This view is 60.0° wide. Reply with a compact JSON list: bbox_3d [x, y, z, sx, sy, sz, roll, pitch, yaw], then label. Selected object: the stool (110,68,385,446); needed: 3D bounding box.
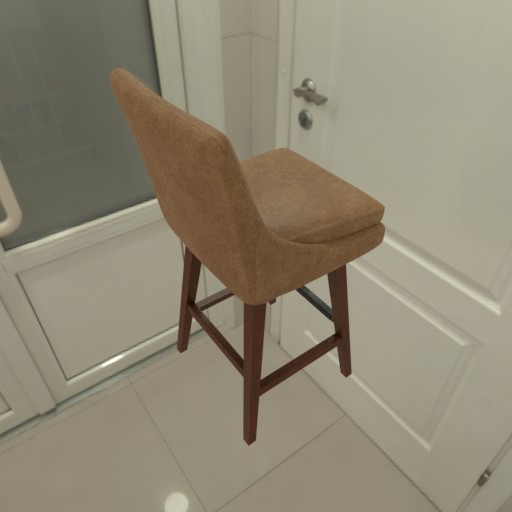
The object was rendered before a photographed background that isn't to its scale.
[{"bbox_3d":[0.000,0.000,1.337,0.572,1.079,0.487,-25,46,-27],"label":"stool"}]
